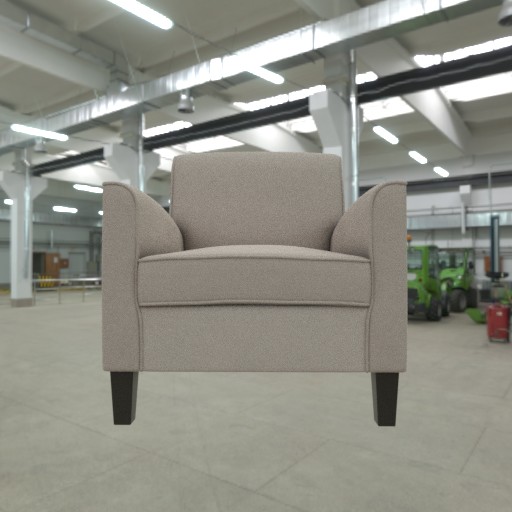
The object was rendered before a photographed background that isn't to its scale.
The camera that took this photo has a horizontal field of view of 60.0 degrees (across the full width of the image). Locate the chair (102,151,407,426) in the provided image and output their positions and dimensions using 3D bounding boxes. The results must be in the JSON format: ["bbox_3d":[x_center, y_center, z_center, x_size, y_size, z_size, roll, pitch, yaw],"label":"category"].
[{"bbox_3d":[0.000,0.000,1.557,0.820,0.915,0.820,0,-1,1],"label":"chair"}]
